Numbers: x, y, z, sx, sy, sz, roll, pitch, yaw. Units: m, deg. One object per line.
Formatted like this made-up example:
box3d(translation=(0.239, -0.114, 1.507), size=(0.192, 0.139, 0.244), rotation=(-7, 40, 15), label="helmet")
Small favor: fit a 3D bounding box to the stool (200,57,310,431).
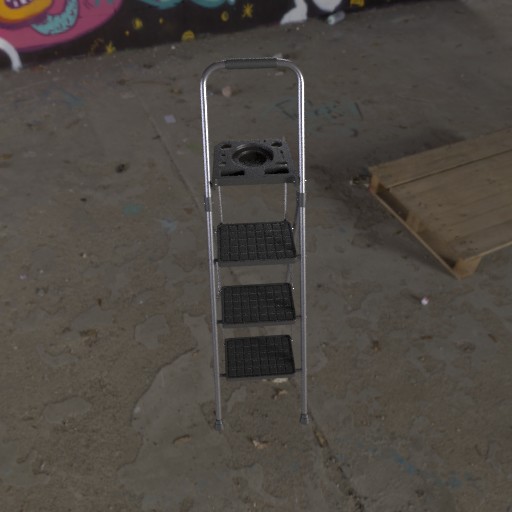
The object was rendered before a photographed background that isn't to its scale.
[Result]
box3d(translation=(0.000, 0.000, 1.613), size=(0.396, 1.277, 0.733), rotation=(-3, 46, -3), label="stool")
